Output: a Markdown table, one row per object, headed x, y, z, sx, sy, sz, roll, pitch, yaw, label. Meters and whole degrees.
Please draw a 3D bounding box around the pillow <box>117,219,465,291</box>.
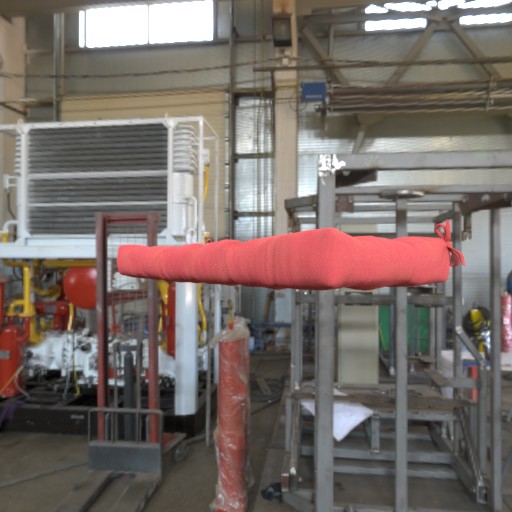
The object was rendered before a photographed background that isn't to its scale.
| x | y | z | sx | sy | sz | roll | pitch | yaw | label |
| --- | --- | --- | --- | --- | --- | --- | --- | --- | --- |
| 0.000 | 0.000 | 1.419 | 0.511 | 0.174 | 1.194 | 1 | -1 | -38 | pillow |
